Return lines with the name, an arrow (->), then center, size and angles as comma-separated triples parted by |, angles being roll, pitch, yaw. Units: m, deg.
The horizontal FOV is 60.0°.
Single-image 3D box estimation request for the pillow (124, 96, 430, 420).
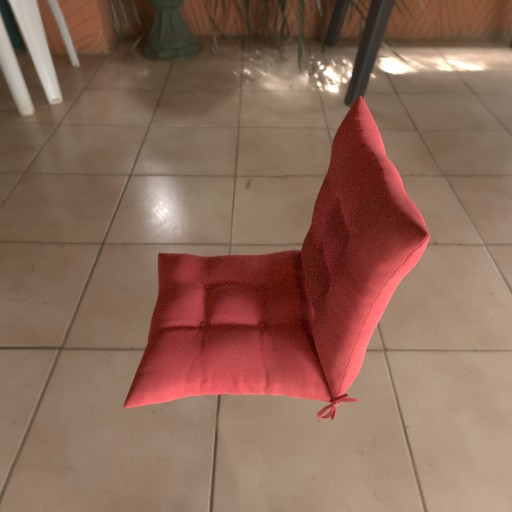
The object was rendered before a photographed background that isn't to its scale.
pillow -> 0.000, 0.000, 1.006 | 0.585, 0.536, 0.541 | -1, 43, -1
